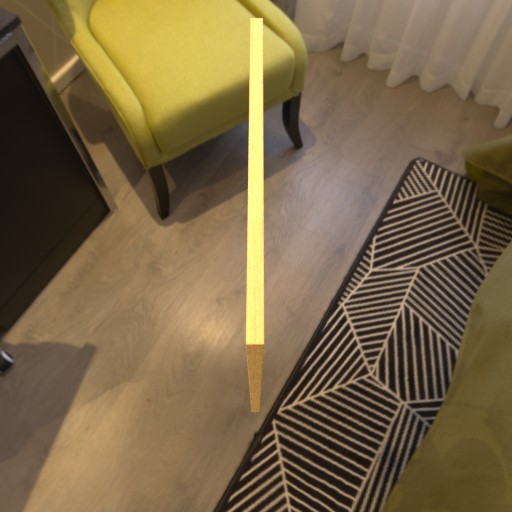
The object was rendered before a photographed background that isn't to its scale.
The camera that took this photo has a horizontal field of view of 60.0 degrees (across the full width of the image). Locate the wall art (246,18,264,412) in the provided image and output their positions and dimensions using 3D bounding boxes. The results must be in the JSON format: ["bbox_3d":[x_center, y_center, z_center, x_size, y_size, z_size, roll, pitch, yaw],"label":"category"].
[{"bbox_3d":[0.000,0.000,1.354,0.030,1.002,0.798,0,65,0],"label":"wall art"}]
